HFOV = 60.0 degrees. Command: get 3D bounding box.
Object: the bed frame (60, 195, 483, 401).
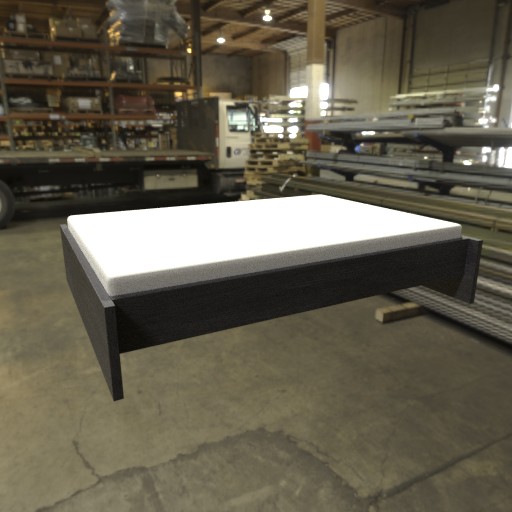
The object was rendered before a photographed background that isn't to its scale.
[{"bbox_3d":[0.000,0.000,2.590,1.950,0.432,1.490,-9,18,-27],"label":"bed frame"}]
